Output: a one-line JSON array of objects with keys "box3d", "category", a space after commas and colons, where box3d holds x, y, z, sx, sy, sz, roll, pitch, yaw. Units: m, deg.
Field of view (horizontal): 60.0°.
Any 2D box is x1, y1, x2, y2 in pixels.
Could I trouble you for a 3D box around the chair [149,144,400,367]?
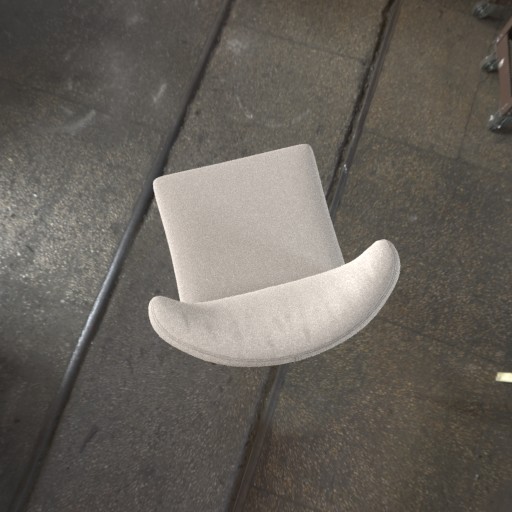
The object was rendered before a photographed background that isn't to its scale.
[{"box3d": [0.000, 0.000, 1.231, 0.491, 0.839, 0.592, -14, 77, -3], "category": "chair"}]
